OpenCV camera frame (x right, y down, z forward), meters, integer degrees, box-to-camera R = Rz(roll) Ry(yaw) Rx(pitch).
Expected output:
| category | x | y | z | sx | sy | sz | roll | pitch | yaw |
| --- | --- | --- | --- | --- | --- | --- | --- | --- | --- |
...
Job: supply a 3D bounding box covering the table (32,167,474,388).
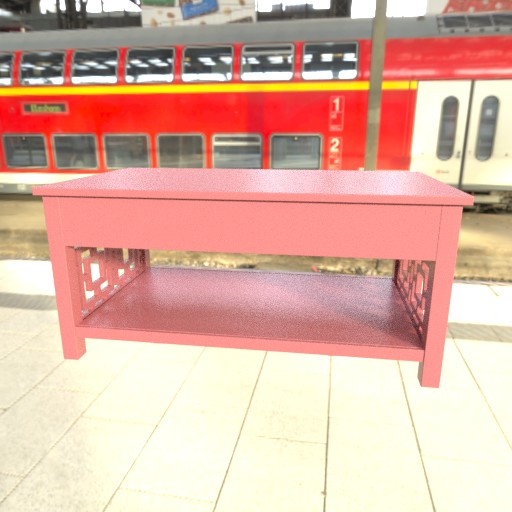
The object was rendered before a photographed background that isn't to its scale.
| category | x | y | z | sx | sy | sz | roll | pitch | yaw |
| --- | --- | --- | --- | --- | --- | --- | --- | --- | --- |
| table | 0.000 | 0.000 | 1.416 | 1.068 | 0.493 | 0.612 | 2 | 16 | 8 |
